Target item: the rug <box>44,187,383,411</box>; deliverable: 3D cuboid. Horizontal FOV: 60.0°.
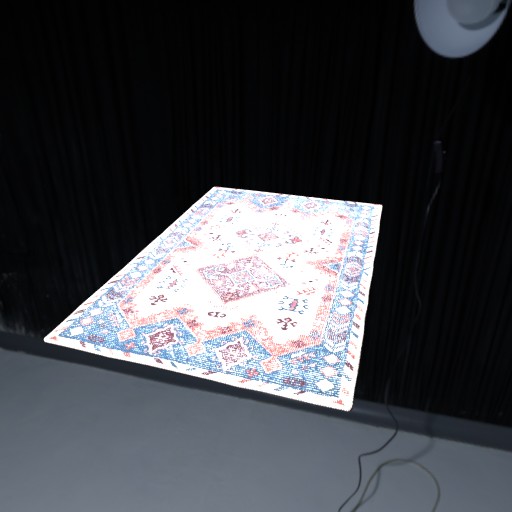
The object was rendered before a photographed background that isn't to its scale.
[{"bbox_3d":[0.000,0.000,2.376,1.225,0.015,1.840,8,30,15],"label":"rug"}]
